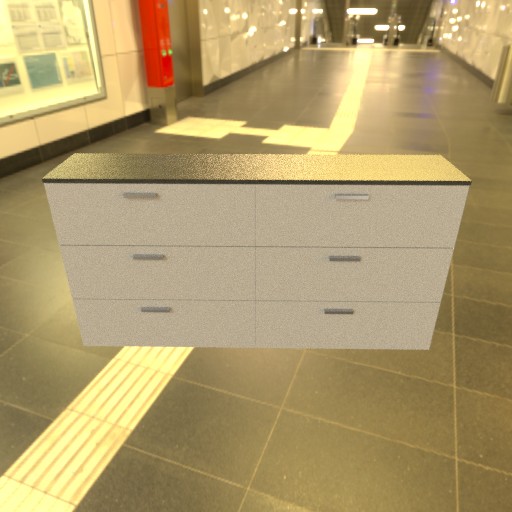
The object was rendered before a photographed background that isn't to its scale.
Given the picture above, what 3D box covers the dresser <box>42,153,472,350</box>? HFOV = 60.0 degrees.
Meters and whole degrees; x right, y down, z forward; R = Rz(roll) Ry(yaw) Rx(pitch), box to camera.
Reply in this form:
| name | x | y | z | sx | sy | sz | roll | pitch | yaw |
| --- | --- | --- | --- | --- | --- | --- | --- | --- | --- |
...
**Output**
| name | x | y | z | sx | sy | sz | roll | pitch | yaw |
| --- | --- | --- | --- | --- | --- | --- | --- | --- | --- |
| dresser | 0.000 | 0.000 | 1.904 | 1.535 | 0.790 | 0.333 | 0 | 29 | 1 |
